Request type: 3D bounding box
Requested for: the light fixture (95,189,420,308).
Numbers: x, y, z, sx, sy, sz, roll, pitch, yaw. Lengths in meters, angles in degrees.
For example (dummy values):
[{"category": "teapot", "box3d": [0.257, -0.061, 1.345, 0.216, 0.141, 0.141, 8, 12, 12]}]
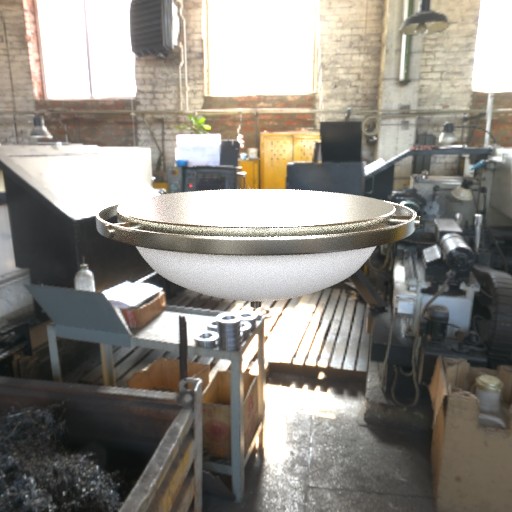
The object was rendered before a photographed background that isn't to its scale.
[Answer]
[{"category": "light fixture", "box3d": [0.000, 0.000, 0.542, 0.361, 0.130, 0.361, 0, 14, 0]}]
